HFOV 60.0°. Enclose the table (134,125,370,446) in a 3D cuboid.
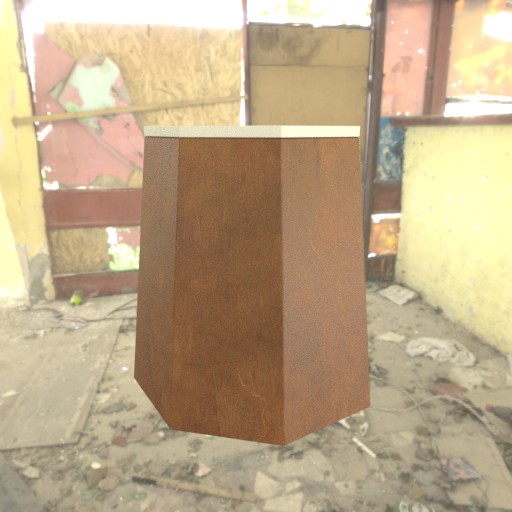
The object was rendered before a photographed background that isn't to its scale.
[{"bbox_3d":[0.000,0.000,0.815,0.439,0.457,0.439,3,16,10],"label":"table"}]
